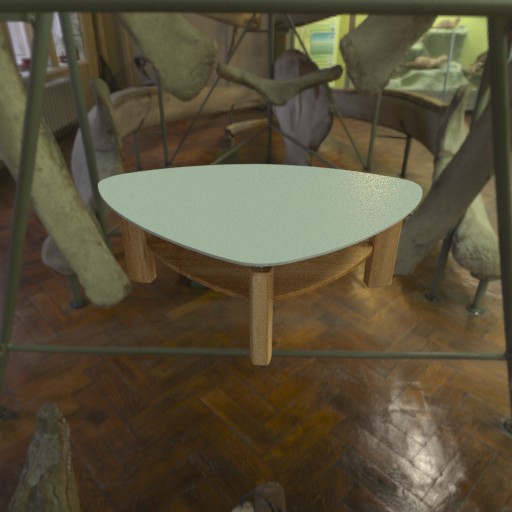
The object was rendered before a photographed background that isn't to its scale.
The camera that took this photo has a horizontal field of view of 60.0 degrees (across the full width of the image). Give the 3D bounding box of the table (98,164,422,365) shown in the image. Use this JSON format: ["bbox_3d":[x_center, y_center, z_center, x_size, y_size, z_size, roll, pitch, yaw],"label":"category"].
[{"bbox_3d":[0.000,0.000,1.679,1.250,0.440,0.850,1,30,2],"label":"table"}]
